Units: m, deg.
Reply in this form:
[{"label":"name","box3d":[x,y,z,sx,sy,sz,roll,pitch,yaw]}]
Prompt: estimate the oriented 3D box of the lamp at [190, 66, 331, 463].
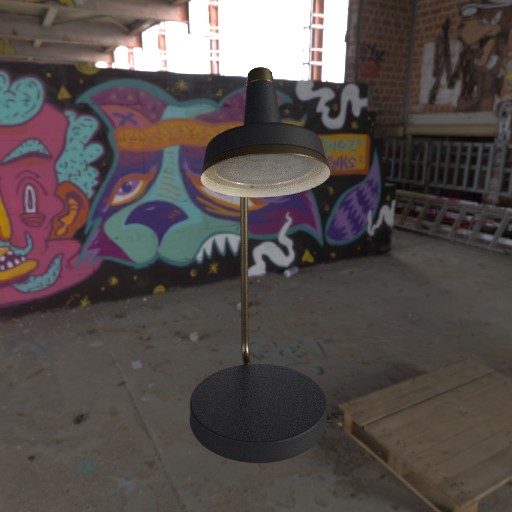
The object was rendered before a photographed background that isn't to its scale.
[{"label":"lamp","box3d":[0.000,0.000,0.492,0.162,0.385,0.218,-2,16,-9]}]
